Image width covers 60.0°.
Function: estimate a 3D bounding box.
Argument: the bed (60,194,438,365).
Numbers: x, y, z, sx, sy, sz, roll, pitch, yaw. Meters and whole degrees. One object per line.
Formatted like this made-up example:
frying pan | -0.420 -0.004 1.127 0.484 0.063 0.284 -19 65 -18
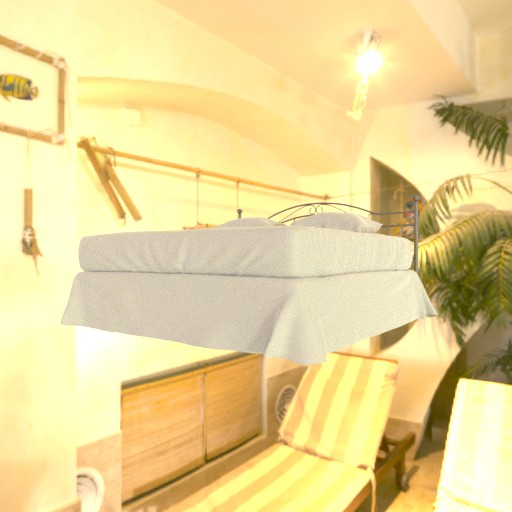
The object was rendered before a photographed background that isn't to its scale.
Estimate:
bed | 0.000 0.000 3.613 2.309 1.080 2.220 0 0 36
